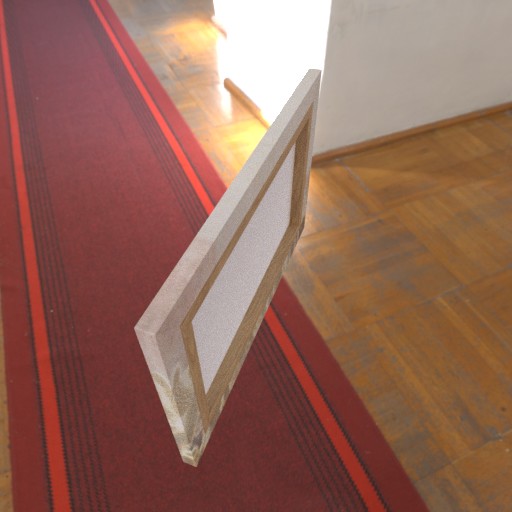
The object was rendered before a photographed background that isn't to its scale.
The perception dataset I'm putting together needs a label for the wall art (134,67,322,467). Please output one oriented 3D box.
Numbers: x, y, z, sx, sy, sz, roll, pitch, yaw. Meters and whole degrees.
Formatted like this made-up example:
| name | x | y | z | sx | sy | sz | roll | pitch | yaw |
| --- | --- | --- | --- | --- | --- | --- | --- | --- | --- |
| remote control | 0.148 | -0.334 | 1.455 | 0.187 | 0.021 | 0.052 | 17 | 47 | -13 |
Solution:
| name | x | y | z | sx | sy | sz | roll | pitch | yaw |
| --- | --- | --- | --- | --- | --- | --- | --- | --- | --- |
| wall art | 0.000 | 0.000 | 1.169 | 0.040 | 0.608 | 0.916 | 16 | 50 | 14 |
